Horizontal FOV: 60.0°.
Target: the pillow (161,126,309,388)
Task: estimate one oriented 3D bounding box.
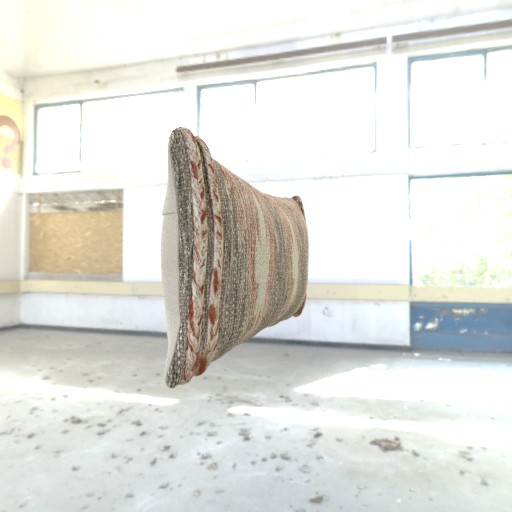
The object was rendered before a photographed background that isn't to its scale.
[{"bbox_3d":[0.000,0.000,0.761,0.139,0.282,0.635,0,0,18],"label":"pillow"}]
